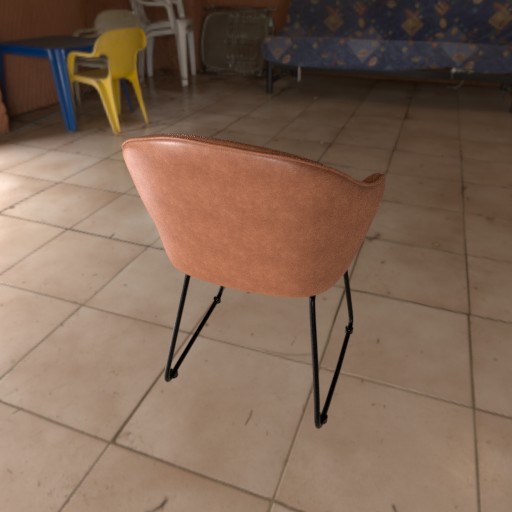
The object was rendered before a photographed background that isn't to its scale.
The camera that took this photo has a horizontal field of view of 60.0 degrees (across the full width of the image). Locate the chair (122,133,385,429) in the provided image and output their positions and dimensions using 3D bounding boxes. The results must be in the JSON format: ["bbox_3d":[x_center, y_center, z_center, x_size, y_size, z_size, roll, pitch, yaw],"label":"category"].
[{"bbox_3d":[0.000,0.000,1.161,0.582,0.785,0.580,11,33,16],"label":"chair"}]
